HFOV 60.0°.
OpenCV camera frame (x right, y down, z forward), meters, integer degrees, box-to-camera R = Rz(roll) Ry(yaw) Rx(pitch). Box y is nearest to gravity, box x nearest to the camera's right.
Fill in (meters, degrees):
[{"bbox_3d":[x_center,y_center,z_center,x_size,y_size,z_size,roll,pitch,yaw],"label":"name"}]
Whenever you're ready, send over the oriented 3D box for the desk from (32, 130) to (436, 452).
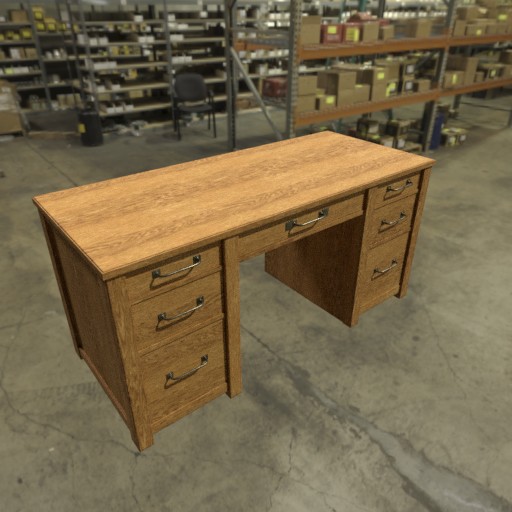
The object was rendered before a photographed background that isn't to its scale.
[{"bbox_3d":[0.000,0.000,2.008,1.567,0.751,0.685,-22,36,-33],"label":"desk"}]
